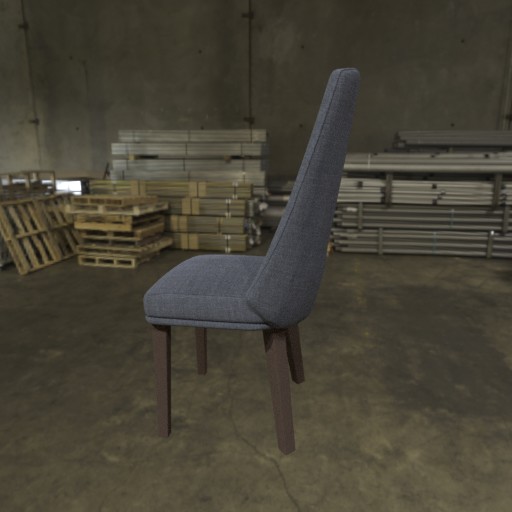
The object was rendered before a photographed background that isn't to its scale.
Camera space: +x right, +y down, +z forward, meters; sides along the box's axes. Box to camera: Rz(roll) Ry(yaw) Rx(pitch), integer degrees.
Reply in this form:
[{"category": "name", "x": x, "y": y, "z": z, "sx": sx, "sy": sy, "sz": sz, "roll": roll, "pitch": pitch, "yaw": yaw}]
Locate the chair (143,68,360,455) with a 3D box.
[{"category": "chair", "x": 0.000, "y": 0.000, "z": 1.377, "sx": 0.577, "sy": 1.050, "sz": 0.510, "roll": 2, "pitch": 13, "yaw": 10}]
